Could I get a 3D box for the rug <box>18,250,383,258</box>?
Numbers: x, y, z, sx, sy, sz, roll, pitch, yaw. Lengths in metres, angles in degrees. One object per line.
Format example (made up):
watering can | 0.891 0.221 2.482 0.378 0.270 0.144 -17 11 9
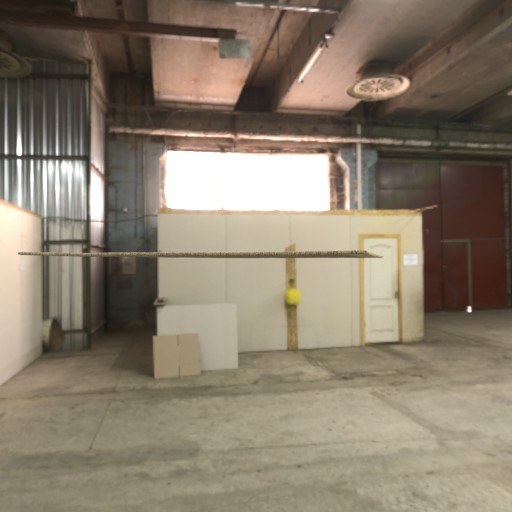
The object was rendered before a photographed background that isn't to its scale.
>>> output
rug | 0.000 0.000 2.267 1.211 0.018 1.822 0 -1 17
